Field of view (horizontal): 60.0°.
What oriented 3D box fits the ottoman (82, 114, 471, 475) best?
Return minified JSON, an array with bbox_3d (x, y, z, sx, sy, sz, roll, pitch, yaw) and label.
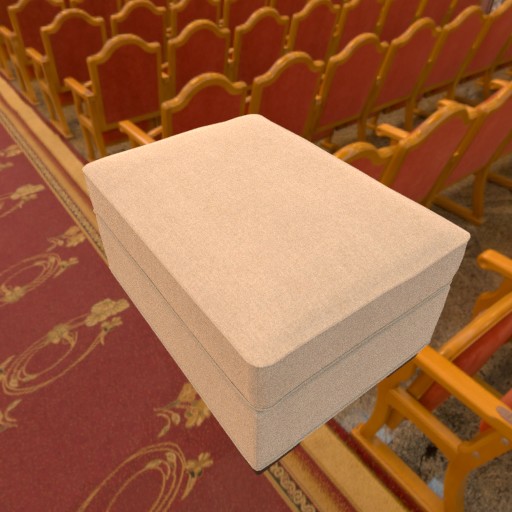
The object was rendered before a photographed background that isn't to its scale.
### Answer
[{"bbox_3d":[0.000,0.000,1.243,0.617,0.503,0.846,-26,47,-26],"label":"ottoman"}]
